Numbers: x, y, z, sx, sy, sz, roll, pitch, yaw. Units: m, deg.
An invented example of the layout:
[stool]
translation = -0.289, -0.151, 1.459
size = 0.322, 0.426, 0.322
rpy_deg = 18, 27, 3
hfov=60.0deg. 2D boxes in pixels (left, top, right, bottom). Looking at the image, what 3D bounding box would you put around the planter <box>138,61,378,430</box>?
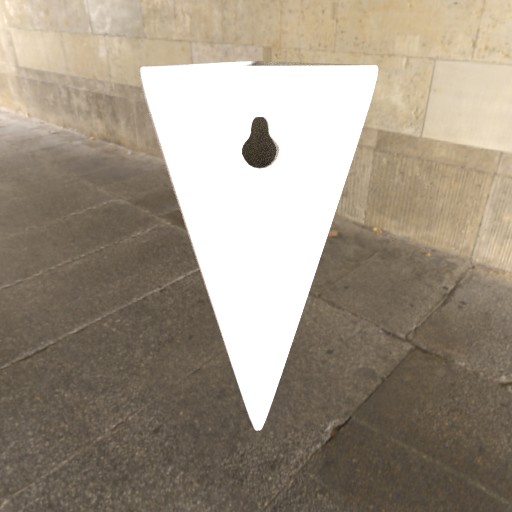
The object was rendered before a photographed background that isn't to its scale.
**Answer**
[planter]
translation = 0.000, 0.000, 0.272
size = 0.101, 0.224, 0.081
rpy_deg = -1, 29, -2
